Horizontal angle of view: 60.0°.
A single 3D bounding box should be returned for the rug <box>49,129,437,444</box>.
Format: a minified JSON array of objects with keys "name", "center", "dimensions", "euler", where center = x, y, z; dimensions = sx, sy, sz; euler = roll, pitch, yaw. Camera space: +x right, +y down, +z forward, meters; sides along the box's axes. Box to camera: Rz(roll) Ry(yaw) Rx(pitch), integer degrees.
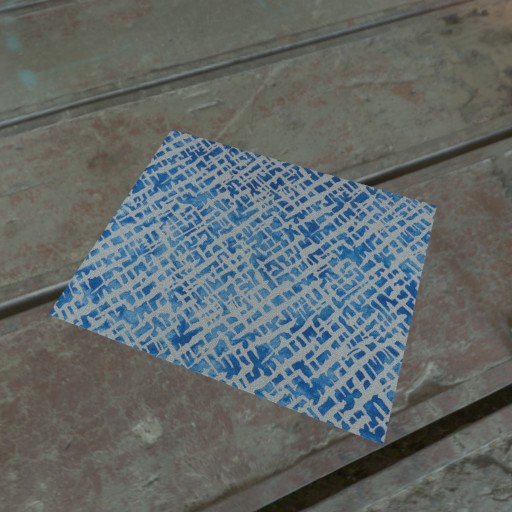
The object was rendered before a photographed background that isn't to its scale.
[{"name":"rug","center":[0.000,0.000,4.211],"dimensions":[3.007,0.007,2.435],"euler":[19,61,11]}]
